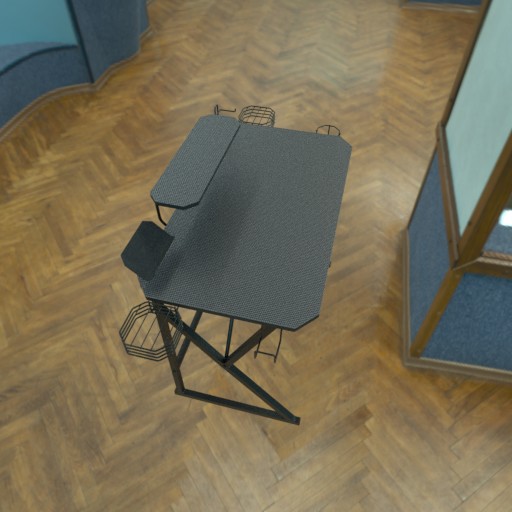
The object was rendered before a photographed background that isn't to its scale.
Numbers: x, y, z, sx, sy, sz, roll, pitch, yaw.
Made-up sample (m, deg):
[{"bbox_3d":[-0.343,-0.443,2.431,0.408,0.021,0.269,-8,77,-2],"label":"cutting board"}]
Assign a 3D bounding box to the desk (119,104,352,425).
[{"bbox_3d":[0.000,0.000,1.754,0.580,0.880,1.290,11,48,10],"label":"desk"}]
